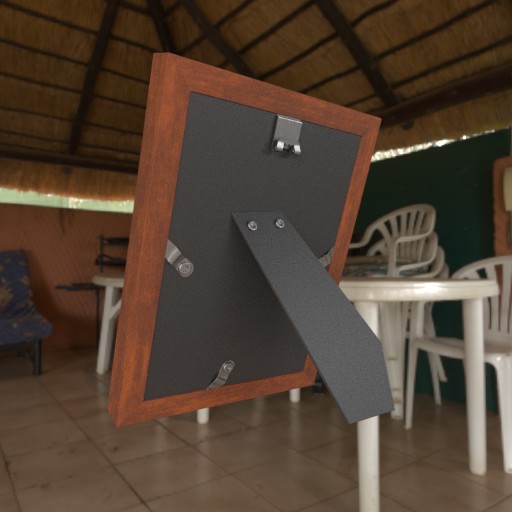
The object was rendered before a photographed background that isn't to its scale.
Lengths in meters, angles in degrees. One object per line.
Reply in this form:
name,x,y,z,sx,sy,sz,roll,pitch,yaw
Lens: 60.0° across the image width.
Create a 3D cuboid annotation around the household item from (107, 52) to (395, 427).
household item,0.000,0.000,0.287,0.160,0.204,0.096,1,-2,-36
